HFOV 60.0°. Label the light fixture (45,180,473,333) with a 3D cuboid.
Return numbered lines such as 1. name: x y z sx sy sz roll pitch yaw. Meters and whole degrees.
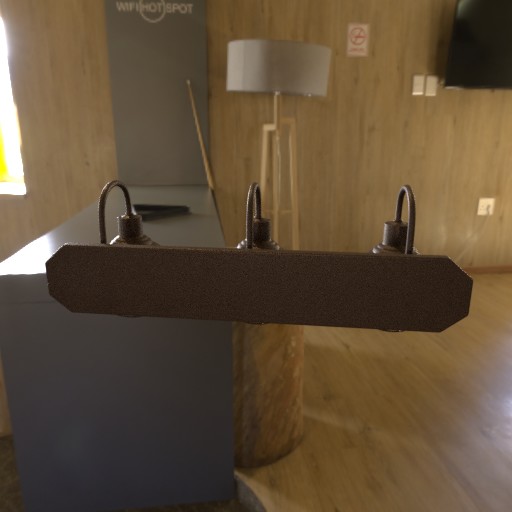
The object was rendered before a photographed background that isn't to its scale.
1. light fixture: 0.000 0.000 0.760 0.634 0.254 0.229 2 16 7
